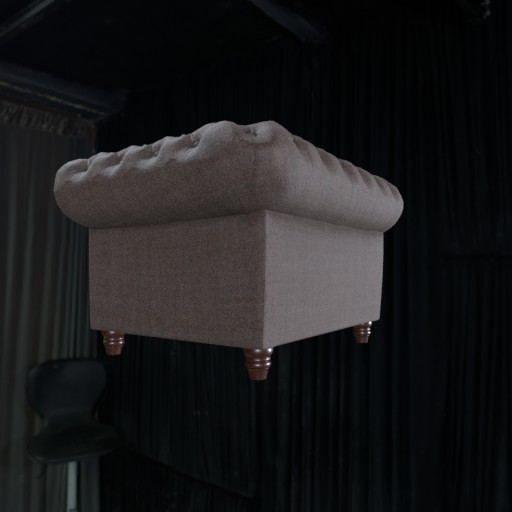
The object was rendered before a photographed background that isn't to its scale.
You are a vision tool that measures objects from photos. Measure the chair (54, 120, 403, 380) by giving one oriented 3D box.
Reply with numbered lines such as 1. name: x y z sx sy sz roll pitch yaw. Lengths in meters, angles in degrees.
1. chair: 0.000 0.000 1.874 0.945 0.780 1.298 -1 -2 35
